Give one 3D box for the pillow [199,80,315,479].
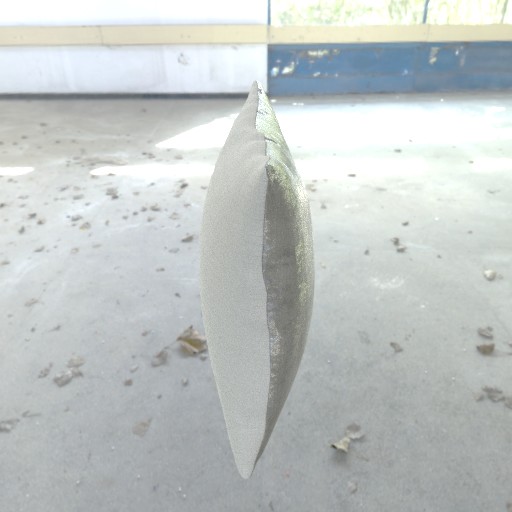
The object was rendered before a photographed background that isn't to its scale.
[{"bbox_3d":[0.000,0.000,0.708,0.175,0.464,0.470,0,31,0],"label":"pillow"}]
